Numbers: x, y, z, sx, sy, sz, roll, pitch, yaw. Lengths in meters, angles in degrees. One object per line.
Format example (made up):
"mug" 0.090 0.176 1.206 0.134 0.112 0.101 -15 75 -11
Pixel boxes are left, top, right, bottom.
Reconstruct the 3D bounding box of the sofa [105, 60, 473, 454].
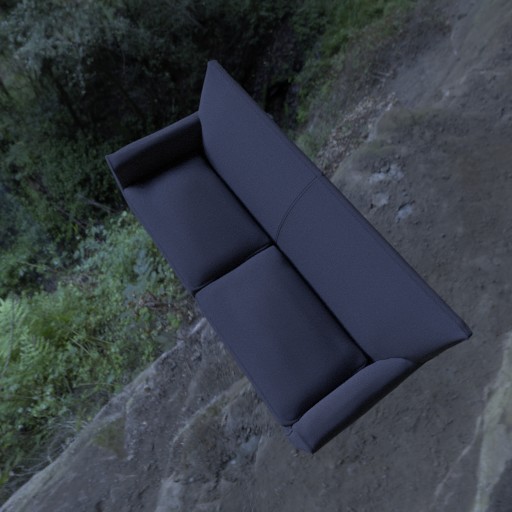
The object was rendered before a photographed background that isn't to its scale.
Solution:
"sofa" 0.000 0.000 2.499 0.843 0.907 2.002 -33 69 -15
